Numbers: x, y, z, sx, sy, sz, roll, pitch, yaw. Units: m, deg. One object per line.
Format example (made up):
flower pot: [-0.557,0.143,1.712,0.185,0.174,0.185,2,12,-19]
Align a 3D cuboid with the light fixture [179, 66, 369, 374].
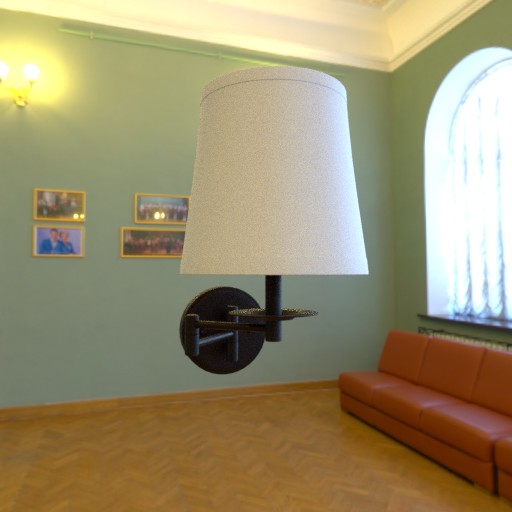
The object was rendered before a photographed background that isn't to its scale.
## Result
light fixture: [0.000,0.000,0.268,0.100,0.172,0.157,1,-2,-20]
